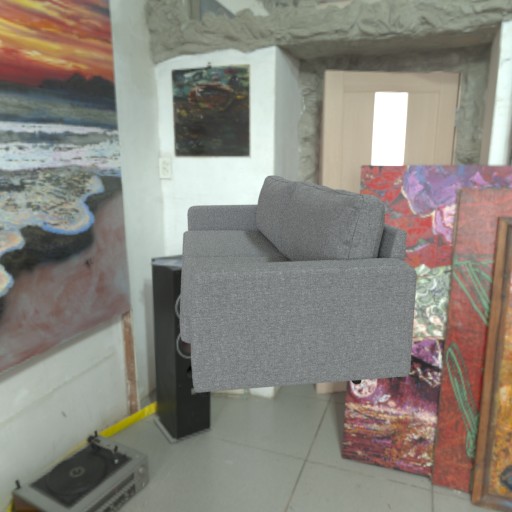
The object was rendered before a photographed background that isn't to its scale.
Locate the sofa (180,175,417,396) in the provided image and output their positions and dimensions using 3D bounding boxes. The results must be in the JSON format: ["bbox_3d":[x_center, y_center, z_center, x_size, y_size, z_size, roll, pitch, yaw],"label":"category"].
[{"bbox_3d":[0.000,0.000,2.660,0.880,0.880,2.200,-2,13,-9],"label":"sofa"}]
